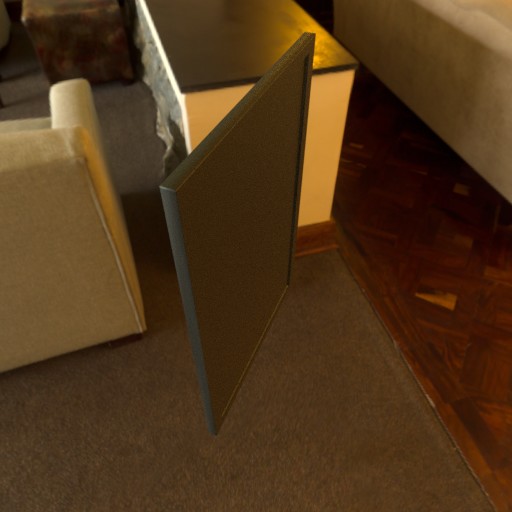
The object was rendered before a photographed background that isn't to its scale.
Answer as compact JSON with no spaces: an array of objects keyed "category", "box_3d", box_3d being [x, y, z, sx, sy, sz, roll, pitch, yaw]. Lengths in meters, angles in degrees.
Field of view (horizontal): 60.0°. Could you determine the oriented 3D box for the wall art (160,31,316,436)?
[{"category":"wall art","box_3d":[0.000,0.000,0.556,0.013,0.431,0.303,18,49,16]}]
